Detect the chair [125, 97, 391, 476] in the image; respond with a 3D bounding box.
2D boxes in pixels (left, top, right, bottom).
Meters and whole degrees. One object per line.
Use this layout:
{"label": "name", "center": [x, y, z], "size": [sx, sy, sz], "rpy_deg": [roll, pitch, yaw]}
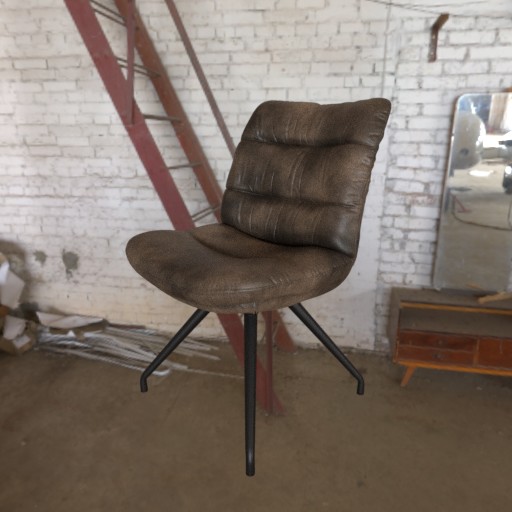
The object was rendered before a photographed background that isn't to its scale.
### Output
{"label": "chair", "center": [0.000, 0.000, 1.261], "size": [0.622, 0.870, 0.549], "rpy_deg": [-15, 22, -42]}
